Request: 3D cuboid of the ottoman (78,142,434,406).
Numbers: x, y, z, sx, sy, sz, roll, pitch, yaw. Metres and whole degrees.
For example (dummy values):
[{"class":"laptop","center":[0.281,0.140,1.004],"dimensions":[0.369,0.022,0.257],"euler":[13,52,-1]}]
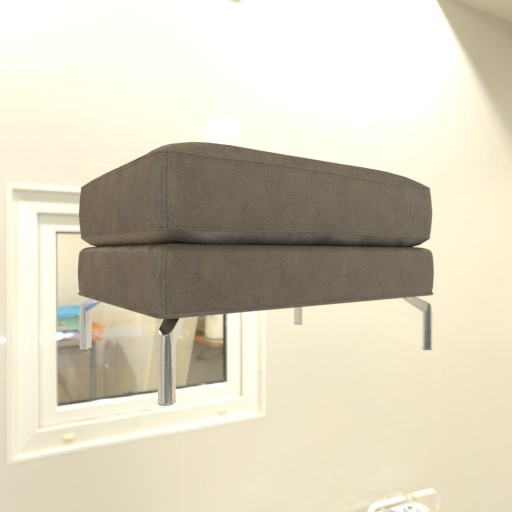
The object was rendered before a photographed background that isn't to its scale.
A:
[{"class":"ottoman","center":[0.000,0.000,1.083],"dimensions":[0.719,0.456,0.520],"euler":[0,0,-35]}]
